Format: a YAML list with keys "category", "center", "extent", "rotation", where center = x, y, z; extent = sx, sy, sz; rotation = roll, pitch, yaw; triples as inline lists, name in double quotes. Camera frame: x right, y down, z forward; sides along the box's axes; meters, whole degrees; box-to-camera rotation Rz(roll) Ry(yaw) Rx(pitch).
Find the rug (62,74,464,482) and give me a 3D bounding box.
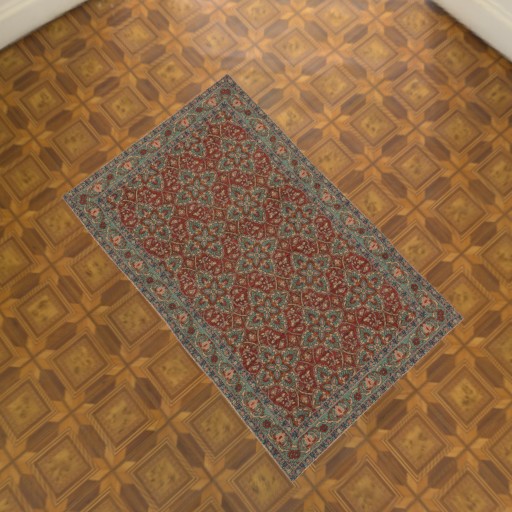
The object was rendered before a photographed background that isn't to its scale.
- category: "rug"
  center: [0.000, 0.000, 3.028]
  extent: [1.533, 0.011, 2.439]
  rotation: [-40, 80, -9]
